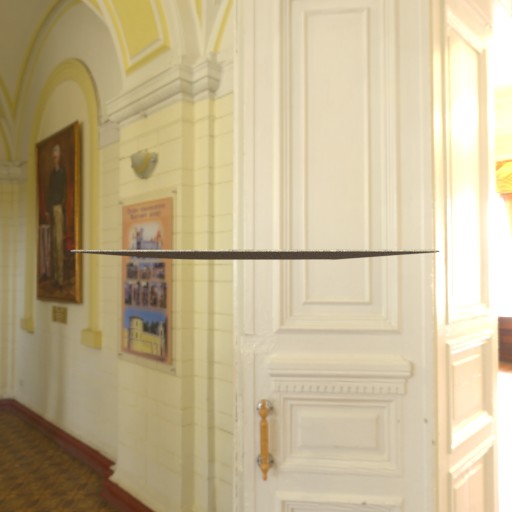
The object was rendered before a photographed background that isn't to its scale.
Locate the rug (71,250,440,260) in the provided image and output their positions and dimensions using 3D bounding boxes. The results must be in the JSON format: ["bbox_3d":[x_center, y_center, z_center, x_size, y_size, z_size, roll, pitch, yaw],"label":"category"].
[{"bbox_3d":[0.000,0.000,3.054,1.527,0.021,2.447,0,-1,0],"label":"rug"}]
